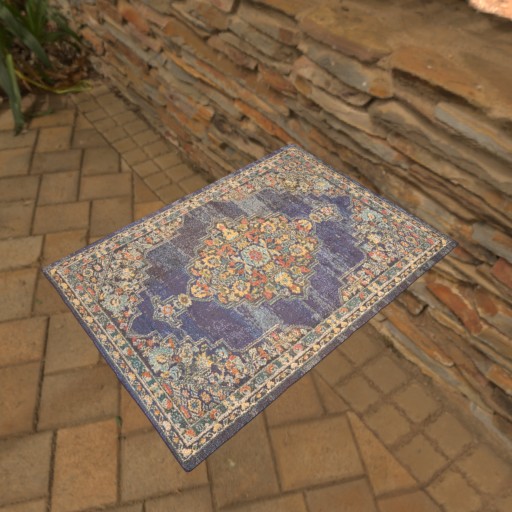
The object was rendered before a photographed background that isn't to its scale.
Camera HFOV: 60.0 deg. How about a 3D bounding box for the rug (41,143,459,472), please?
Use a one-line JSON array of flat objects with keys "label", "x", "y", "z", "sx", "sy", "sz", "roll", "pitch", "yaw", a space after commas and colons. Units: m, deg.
[{"label": "rug", "x": 0.000, "y": 0.000, "z": 2.903, "sx": 2.232, "sy": 0.009, "sz": 1.630, "roll": -32, "pitch": 54, "yaw": -27}]
